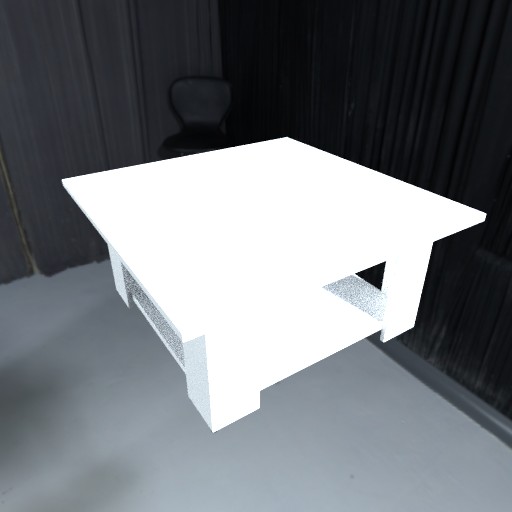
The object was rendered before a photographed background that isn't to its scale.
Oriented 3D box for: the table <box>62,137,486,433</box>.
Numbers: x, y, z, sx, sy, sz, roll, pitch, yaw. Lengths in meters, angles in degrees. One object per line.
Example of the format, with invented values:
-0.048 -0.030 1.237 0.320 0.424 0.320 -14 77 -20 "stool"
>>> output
0.000 0.000 1.054 0.670 0.305 0.670 -18 35 -28 "table"
